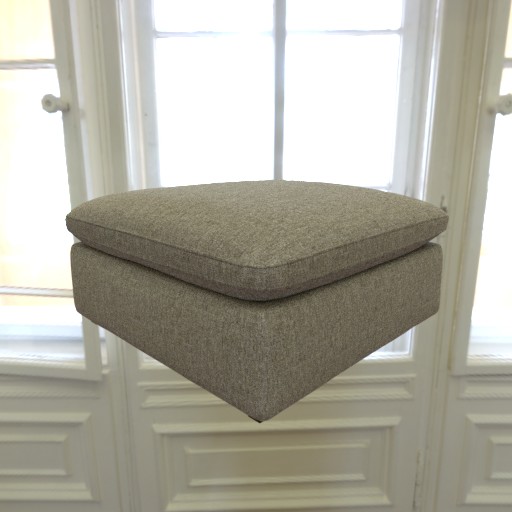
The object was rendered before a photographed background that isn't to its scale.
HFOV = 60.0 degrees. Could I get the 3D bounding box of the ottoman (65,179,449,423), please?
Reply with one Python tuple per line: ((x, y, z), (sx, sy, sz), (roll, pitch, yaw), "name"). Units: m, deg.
((0.000, 0.000, 1.643), (1.039, 0.526, 1.035), (14, 20, 43), "ottoman")
